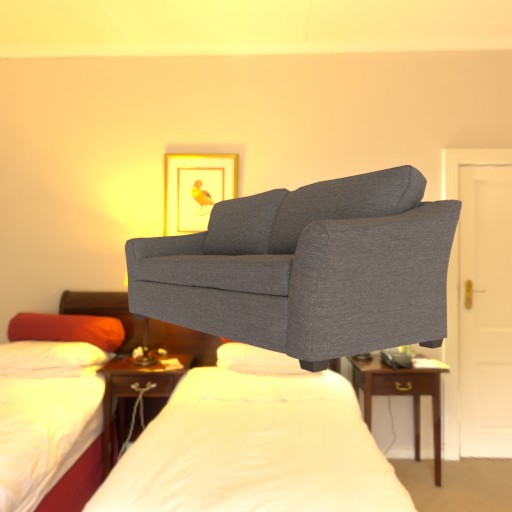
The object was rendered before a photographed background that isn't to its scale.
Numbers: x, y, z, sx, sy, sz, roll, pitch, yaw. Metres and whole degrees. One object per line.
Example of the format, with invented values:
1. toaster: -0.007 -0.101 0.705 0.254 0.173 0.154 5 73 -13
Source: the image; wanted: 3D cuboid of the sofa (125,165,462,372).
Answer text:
1. sofa: 0.000 0.000 2.846 0.971 0.950 2.270 0 0 -36
